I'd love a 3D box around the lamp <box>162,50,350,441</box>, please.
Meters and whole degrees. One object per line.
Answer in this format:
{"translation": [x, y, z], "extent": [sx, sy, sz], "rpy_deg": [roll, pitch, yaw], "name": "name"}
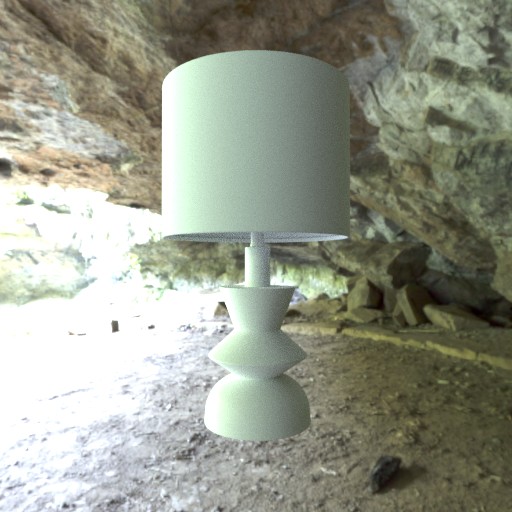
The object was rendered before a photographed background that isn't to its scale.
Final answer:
{"translation": [0.000, 0.000, 0.724], "extent": [0.301, 0.533, 0.301], "rpy_deg": [0, -1, -18], "name": "lamp"}
